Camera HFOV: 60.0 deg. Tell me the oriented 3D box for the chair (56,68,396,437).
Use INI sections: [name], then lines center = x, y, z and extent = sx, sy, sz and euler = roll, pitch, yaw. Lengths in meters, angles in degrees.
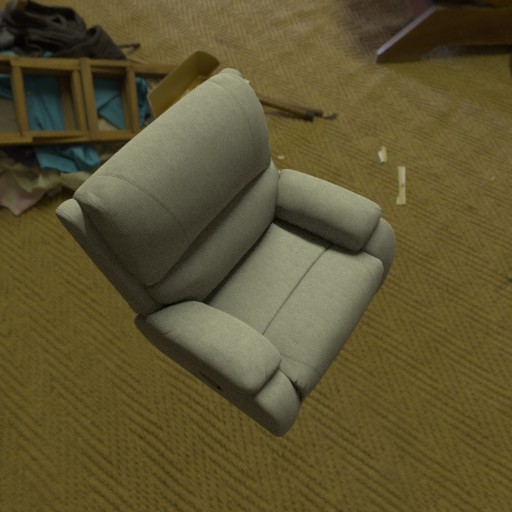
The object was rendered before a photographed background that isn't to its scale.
[chair]
center = 0.000, 0.000, 1.719
extent = 0.899, 1.011, 0.930
euler = 31, 63, 18
